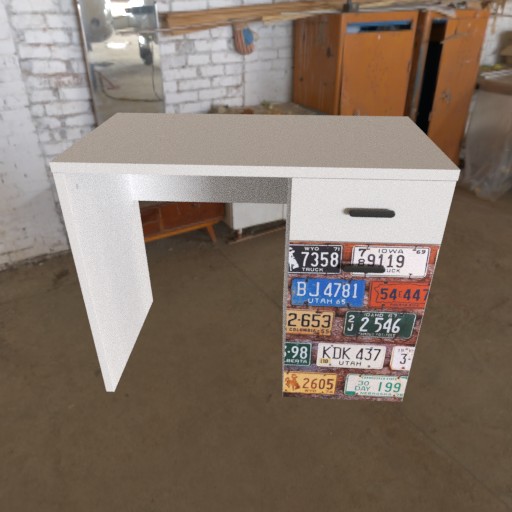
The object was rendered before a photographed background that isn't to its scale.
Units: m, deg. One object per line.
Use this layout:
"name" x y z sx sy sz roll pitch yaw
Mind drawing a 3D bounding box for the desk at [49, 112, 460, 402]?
"desk" 0.000 0.000 1.348 0.898 0.730 0.482 2 31 3
